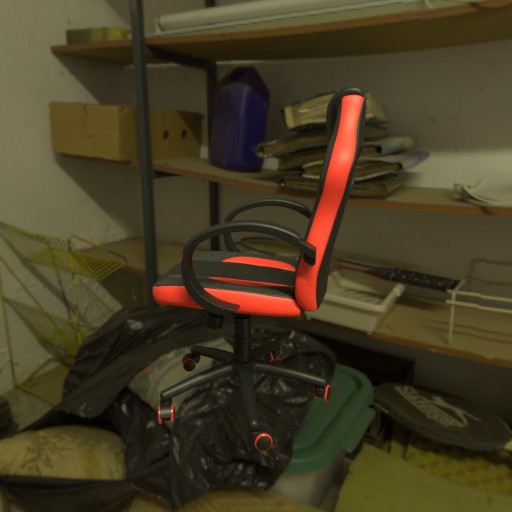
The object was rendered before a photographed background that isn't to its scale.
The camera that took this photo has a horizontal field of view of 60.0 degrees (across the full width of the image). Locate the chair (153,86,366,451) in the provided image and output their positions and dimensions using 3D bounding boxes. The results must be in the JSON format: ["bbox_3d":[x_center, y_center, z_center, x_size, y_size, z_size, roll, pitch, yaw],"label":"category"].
[{"bbox_3d":[0.000,0.000,1.444,0.642,1.016,0.600,2,14,9],"label":"chair"}]
